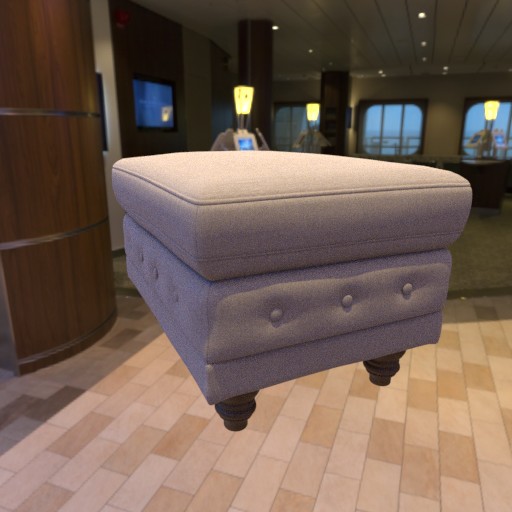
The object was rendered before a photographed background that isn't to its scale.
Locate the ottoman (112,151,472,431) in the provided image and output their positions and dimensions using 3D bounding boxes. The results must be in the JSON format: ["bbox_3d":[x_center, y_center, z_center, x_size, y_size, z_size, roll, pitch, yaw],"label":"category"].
[{"bbox_3d":[0.000,0.000,1.108,0.569,0.500,0.771,-7,18,-25],"label":"ottoman"}]
